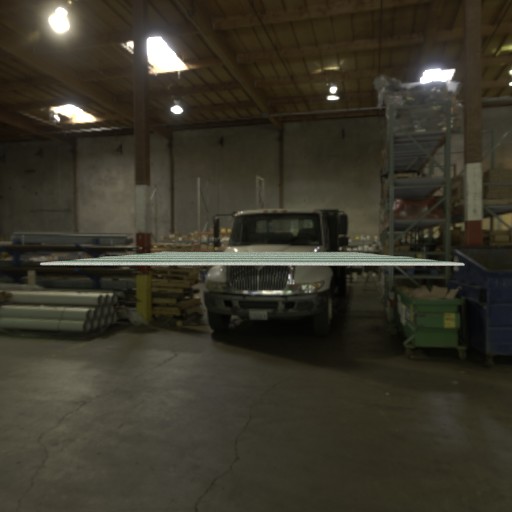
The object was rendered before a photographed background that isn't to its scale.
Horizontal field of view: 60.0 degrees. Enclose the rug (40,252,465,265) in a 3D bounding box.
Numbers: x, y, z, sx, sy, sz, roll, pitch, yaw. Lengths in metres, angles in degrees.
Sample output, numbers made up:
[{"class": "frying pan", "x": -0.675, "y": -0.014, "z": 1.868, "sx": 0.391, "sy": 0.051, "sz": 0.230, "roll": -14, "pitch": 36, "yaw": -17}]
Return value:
[{"class": "rug", "x": 0.000, "y": 0.000, "z": 4.043, "sx": 2.434, "sy": 0.019, "sz": 3.041, "roll": 0, "pitch": 2, "yaw": 1}]
